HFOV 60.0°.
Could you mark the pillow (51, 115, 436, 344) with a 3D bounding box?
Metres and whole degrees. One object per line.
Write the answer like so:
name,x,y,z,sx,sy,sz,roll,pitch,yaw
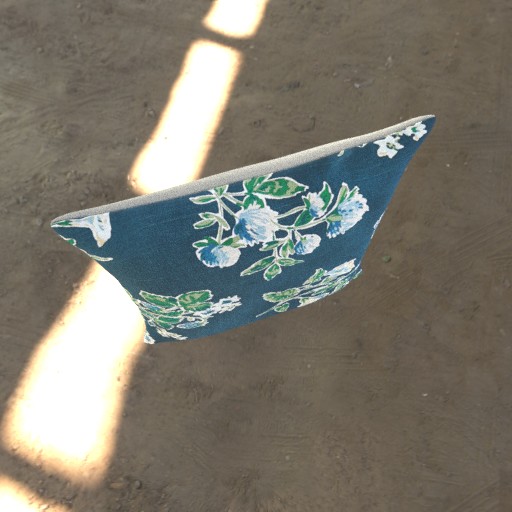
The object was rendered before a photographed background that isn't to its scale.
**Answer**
pillow,0.000,0.000,0.794,0.525,0.508,0.166,-17,65,-8
